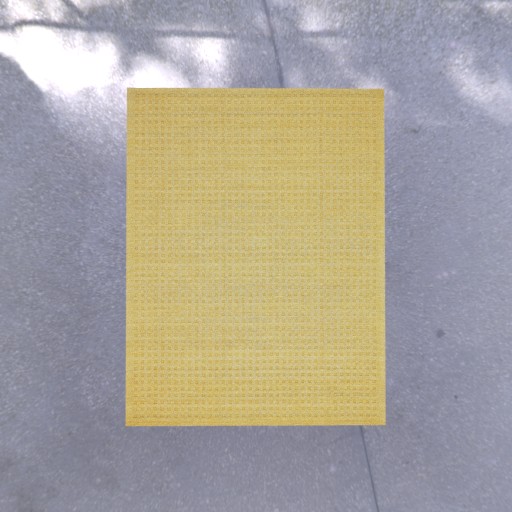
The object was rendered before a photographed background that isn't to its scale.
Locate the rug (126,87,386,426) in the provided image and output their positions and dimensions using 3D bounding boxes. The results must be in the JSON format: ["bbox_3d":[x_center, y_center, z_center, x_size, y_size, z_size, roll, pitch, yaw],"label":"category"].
[{"bbox_3d":[0.000,0.000,4.264,2.486,0.015,3.242,0,89,-1],"label":"rug"}]
